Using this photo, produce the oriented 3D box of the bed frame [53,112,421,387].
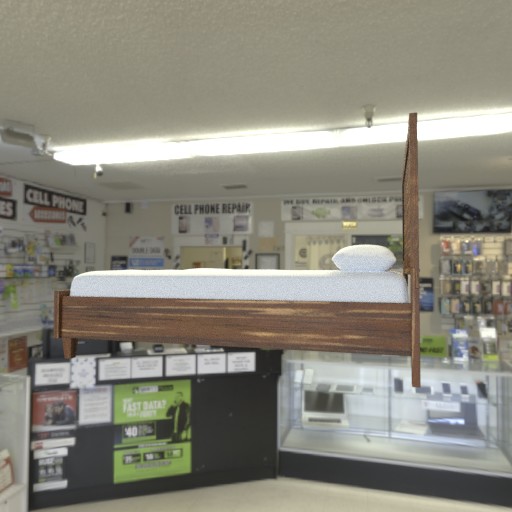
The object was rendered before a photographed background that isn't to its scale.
[{"bbox_3d":[0.000,0.000,3.419,2.276,1.417,1.696,-1,-2,17],"label":"bed frame"}]
